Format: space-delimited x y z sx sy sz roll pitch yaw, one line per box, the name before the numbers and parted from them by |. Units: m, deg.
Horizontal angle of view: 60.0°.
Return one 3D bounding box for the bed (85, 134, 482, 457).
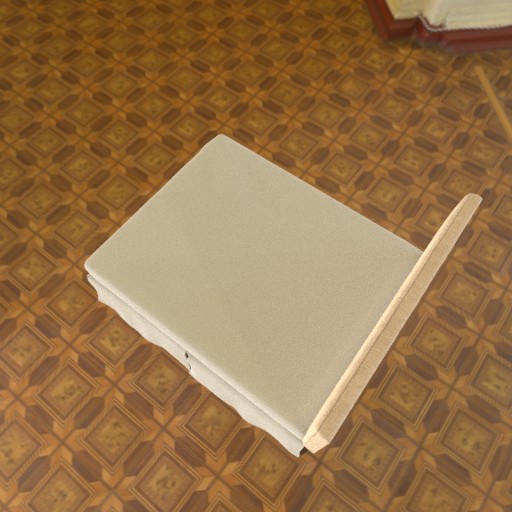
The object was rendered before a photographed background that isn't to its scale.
bed | 0.000 0.000 3.001 1.978 1.270 1.643 34 67 16
